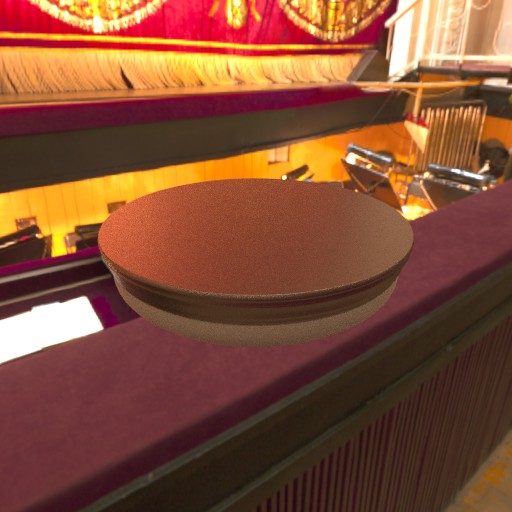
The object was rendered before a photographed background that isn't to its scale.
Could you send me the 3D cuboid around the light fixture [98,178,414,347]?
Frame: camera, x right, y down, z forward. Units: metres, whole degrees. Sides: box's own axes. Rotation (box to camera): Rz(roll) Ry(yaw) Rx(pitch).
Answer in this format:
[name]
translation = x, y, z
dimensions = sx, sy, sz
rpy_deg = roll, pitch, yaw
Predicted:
[light fixture]
translation = 0.000, 0.000, 0.561
dimensions = 0.368, 0.100, 0.368
rpy_deg = 0, 25, 0
